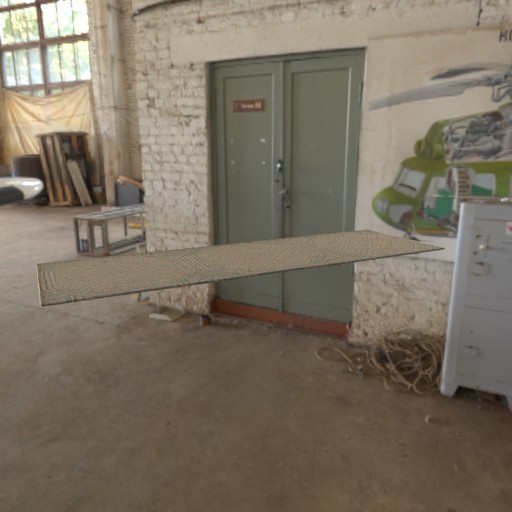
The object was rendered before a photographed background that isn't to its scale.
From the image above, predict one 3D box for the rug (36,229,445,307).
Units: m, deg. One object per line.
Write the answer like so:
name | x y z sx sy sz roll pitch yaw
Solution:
rug | 0.000 0.000 2.763 2.452 0.012 0.775 -7 15 -26
